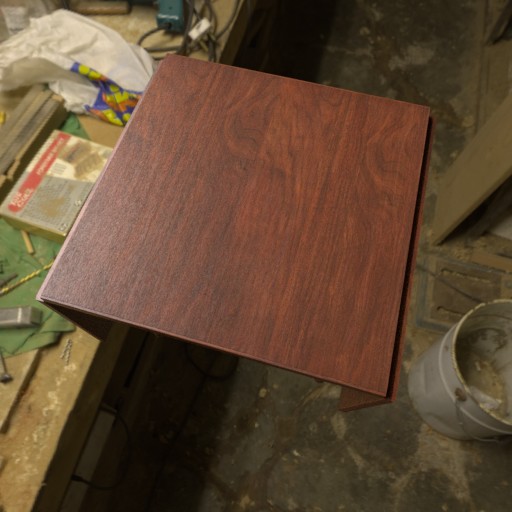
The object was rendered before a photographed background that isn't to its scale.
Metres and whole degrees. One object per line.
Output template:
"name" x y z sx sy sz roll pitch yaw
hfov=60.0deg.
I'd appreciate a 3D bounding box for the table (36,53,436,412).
"table" 0.000 0.000 1.464 0.843 0.763 0.812 14 66 7
